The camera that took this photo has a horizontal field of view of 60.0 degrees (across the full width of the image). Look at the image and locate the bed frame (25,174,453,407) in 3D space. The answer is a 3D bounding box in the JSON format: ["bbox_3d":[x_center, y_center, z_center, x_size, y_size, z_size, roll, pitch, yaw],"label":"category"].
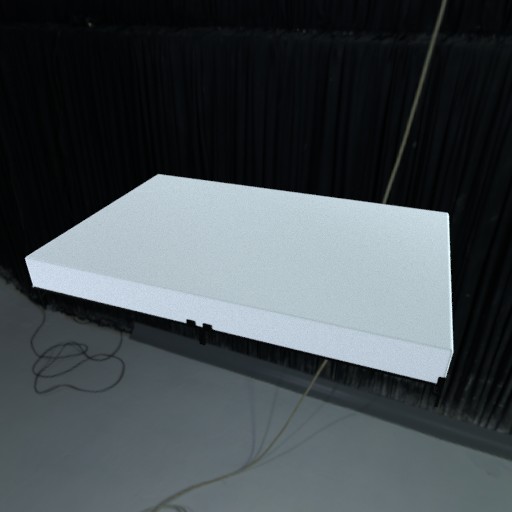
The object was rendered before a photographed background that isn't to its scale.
[{"bbox_3d":[0.000,0.000,3.735,2.987,0.440,1.930,10,32,17],"label":"bed frame"}]
